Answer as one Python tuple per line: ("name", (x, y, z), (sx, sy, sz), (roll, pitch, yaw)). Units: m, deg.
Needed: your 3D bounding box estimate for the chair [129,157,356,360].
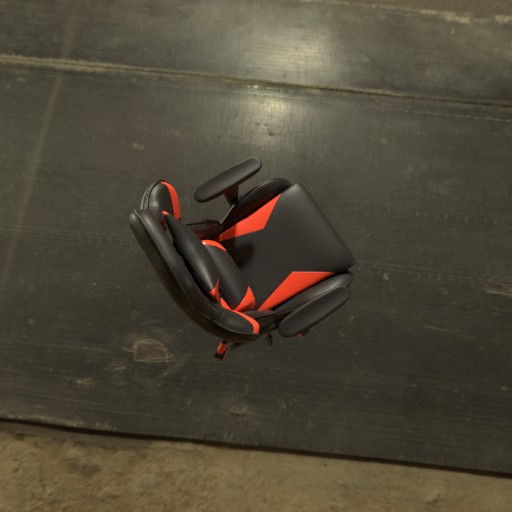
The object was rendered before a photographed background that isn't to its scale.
("chair", (0.000, 0.000, 1.684), (0.730, 1.282, 0.695), (-31, 77, -8))
